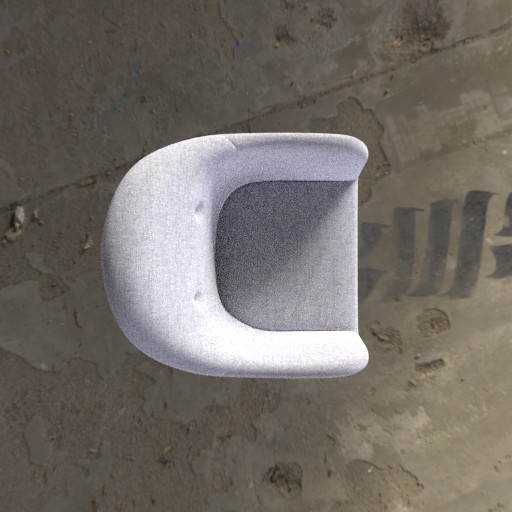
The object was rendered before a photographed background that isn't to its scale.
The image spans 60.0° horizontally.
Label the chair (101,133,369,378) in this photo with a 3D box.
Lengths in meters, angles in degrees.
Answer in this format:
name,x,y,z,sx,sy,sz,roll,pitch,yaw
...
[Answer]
name,x,y,z,sx,sy,sz,roll,pitch,yaw
chair,0.000,0.000,1.179,0.570,0.780,0.540,0,90,0
